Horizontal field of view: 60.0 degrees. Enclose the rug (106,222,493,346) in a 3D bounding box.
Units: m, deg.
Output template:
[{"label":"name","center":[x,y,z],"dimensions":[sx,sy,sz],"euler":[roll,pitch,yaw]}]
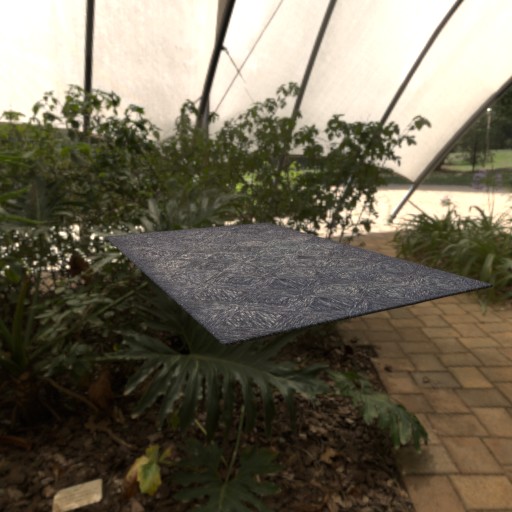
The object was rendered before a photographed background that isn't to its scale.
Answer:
[{"label":"rug","center":[0.000,0.000,2.196],"dimensions":[1.139,0.010,1.754],"euler":[-7,15,-28]}]
